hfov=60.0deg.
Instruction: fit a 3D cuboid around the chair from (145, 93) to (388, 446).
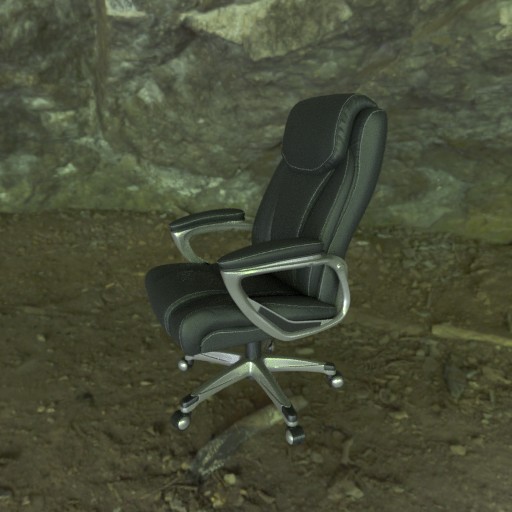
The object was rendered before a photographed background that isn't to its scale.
[{"bbox_3d":[0.000,0.000,1.676,0.784,1.167,0.741,-7,17,-24],"label":"chair"}]
